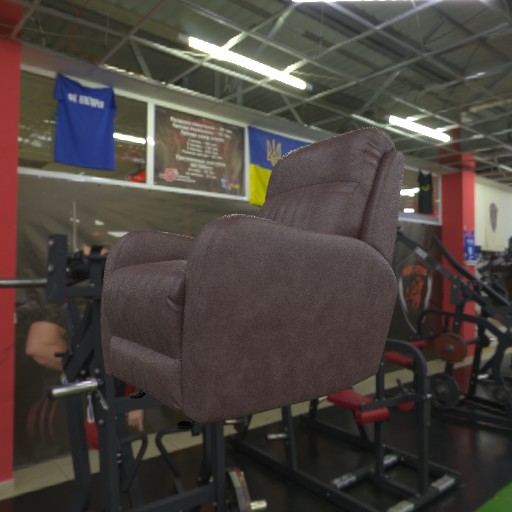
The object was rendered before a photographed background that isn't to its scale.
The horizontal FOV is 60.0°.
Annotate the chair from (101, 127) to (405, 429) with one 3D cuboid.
[{"bbox_3d":[0.000,0.000,1.794,1.067,1.067,0.865,1,-1,-37],"label":"chair"}]
